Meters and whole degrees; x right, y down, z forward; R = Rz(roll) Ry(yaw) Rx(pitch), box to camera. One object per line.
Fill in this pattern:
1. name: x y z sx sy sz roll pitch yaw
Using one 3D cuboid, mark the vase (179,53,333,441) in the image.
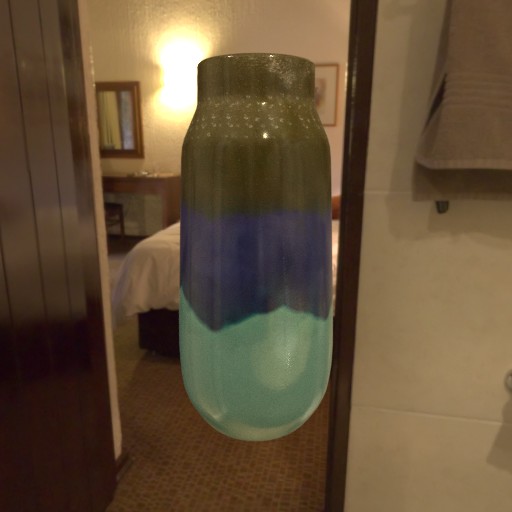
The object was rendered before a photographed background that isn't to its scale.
1. vase: 0.000 0.000 0.387 0.139 0.313 0.139 0 14 0
